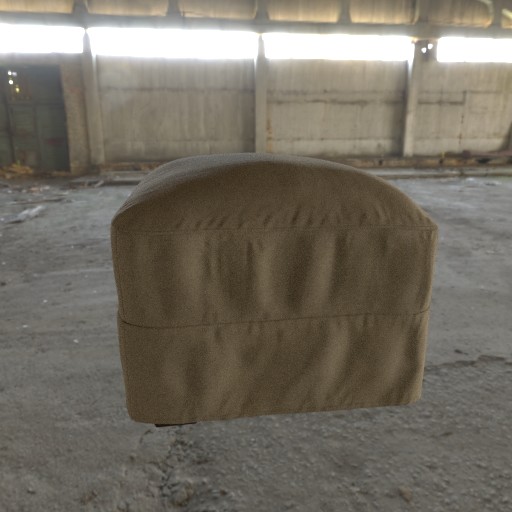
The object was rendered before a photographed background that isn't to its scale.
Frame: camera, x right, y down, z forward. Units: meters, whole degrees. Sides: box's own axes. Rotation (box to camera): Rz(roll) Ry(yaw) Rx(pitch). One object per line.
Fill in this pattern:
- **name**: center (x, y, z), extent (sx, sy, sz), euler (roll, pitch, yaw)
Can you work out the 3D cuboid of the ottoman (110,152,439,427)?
- **ottoman**: center (0.000, 0.000, 1.065), extent (0.584, 0.480, 0.712), euler (-2, 16, -9)
